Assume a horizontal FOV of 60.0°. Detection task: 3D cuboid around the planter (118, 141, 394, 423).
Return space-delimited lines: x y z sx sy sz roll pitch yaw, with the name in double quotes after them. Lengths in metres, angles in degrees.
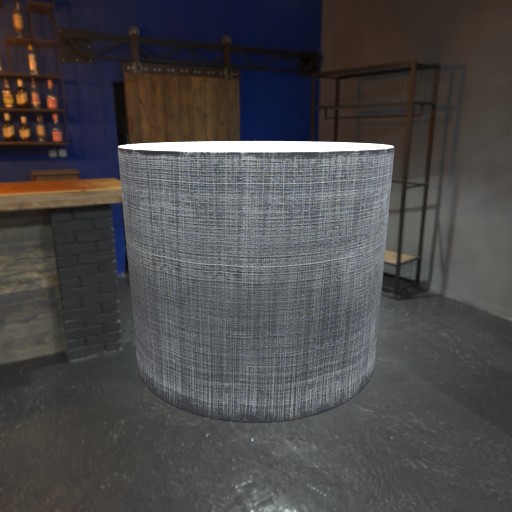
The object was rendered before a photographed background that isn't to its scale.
0.000 0.000 0.455 0.254 0.221 0.254 0 16 0 "planter"
